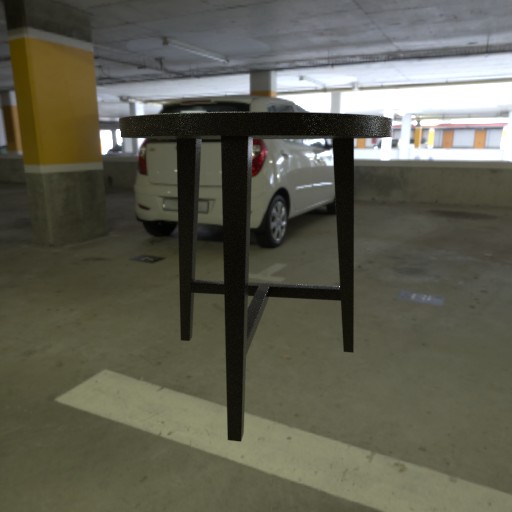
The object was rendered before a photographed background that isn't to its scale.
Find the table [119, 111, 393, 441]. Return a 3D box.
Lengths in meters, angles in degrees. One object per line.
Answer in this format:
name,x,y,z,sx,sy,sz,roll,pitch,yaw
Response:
table,0.000,0.000,0.909,0.500,0.531,0.500,0,14,0
